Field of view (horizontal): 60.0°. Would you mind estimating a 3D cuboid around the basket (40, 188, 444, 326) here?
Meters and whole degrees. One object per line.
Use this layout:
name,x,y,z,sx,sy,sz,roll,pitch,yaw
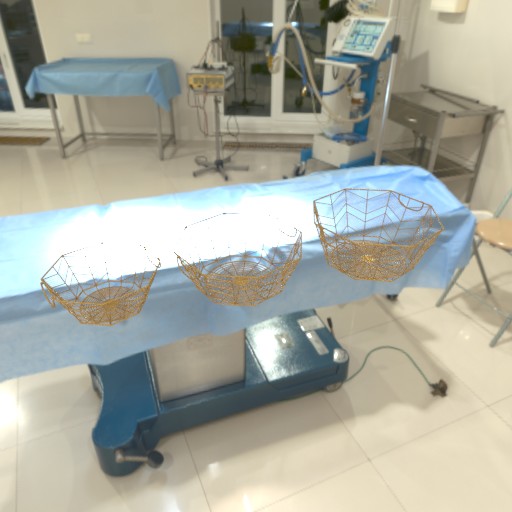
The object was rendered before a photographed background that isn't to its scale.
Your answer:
basket,0.000,0.000,1.396,1.245,0.178,0.432,-9,33,-14
